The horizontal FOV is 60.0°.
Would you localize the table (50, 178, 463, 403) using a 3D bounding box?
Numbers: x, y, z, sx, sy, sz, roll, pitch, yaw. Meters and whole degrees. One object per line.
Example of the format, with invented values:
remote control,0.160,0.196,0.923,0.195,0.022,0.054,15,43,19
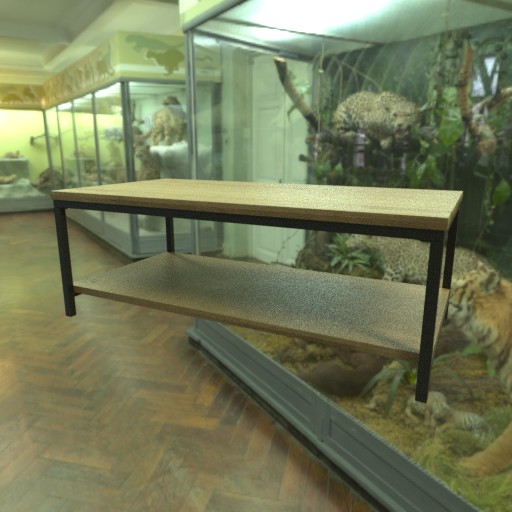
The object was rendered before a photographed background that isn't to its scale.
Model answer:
table,0.000,0.000,1.368,1.100,0.399,0.551,7,16,26
